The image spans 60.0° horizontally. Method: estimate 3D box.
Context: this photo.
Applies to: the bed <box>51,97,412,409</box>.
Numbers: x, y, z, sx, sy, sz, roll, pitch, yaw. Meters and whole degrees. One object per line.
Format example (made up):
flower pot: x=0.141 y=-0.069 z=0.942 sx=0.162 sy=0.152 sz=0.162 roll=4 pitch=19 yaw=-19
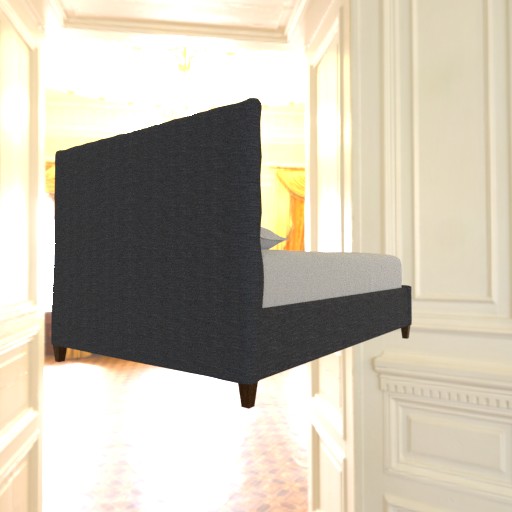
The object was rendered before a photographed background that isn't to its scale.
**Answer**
bed: x=0.000 y=0.000 z=3.441 sx=1.698 sy=1.427 sz=2.387 roll=-1 pitch=-1 yaw=36
